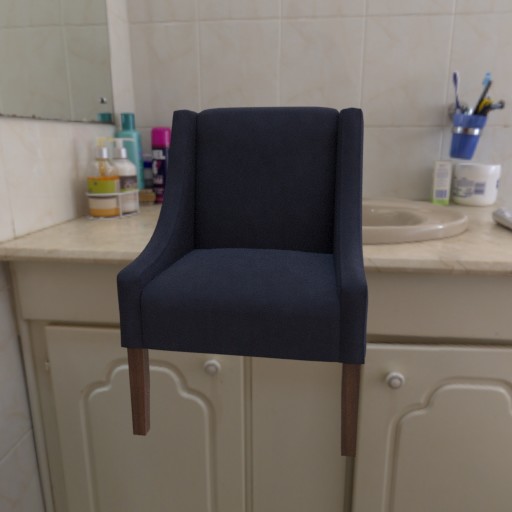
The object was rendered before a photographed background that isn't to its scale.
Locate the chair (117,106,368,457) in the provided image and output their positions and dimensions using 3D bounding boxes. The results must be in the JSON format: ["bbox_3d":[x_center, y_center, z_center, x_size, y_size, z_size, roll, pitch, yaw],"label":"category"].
[{"bbox_3d":[0.000,0.000,1.342,0.629,0.895,0.629,2,14,8],"label":"chair"}]
